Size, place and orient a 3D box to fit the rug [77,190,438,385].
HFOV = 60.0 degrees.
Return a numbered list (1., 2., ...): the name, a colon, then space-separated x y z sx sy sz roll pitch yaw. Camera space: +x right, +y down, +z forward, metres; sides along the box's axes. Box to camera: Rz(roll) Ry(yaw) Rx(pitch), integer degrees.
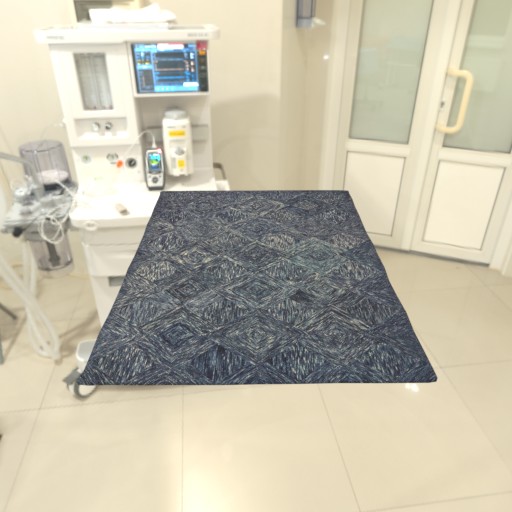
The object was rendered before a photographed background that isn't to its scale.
1. rug: 0.000 0.000 4.262 2.385 0.024 3.245 0 31 -1
